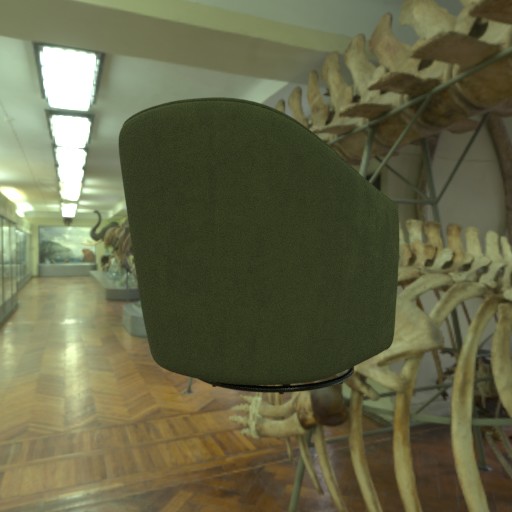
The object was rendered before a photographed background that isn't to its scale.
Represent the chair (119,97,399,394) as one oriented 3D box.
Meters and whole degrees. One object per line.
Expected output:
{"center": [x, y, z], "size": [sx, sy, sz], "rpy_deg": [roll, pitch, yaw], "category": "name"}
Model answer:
{"center": [0.000, 0.000, 1.493], "size": [0.747, 0.799, 0.875], "rpy_deg": [1, 1, 36], "category": "chair"}
